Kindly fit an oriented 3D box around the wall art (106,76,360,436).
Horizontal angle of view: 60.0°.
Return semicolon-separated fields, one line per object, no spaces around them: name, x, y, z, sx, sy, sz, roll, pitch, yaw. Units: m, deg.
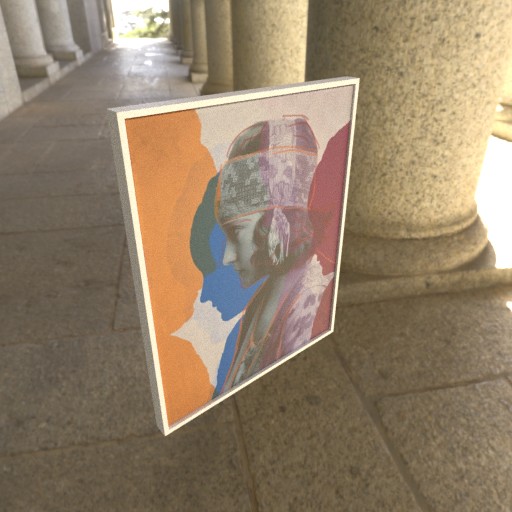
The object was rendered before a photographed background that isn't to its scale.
wall art;0.000;0.000;0.776;0.443;0.549;0.030;-23;36;-34
